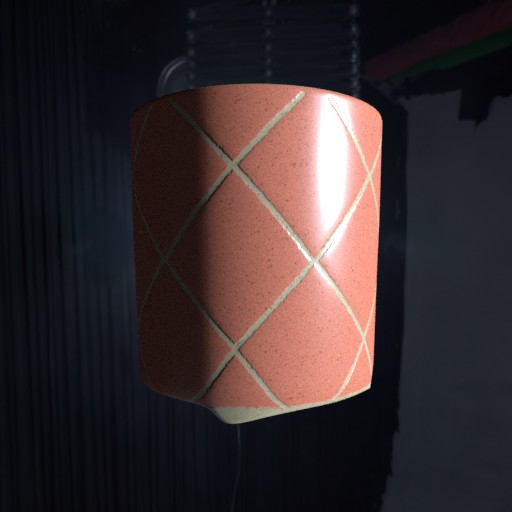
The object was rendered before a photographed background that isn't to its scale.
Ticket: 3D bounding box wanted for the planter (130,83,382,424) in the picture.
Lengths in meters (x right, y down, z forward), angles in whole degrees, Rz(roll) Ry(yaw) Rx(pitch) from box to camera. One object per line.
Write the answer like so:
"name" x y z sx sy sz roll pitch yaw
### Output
"planter" 0.000 0.000 0.349 0.191 0.200 0.191 0 1 0
